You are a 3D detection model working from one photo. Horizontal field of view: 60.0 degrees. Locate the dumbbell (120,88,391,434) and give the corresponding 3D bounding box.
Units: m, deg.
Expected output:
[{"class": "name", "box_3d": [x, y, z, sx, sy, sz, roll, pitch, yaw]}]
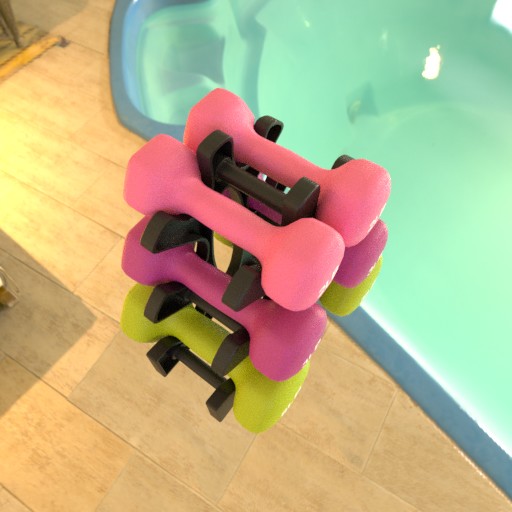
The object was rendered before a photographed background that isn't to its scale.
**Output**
[{"class": "dumbbell", "box_3d": [0.000, 0.000, 0.436, 0.203, 0.261, 0.257, 33, 64, 18]}]
